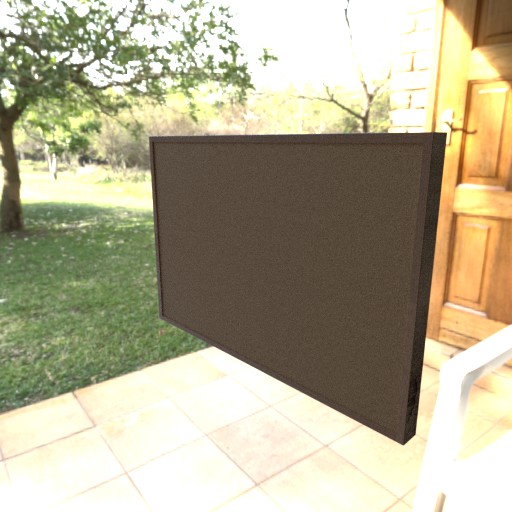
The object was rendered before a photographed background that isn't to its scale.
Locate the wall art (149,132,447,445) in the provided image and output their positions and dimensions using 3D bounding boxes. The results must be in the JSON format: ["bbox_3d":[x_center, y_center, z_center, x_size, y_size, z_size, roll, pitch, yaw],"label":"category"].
[{"bbox_3d":[0.000,0.000,0.772,0.035,0.407,0.613,-13,20,-42],"label":"wall art"}]
